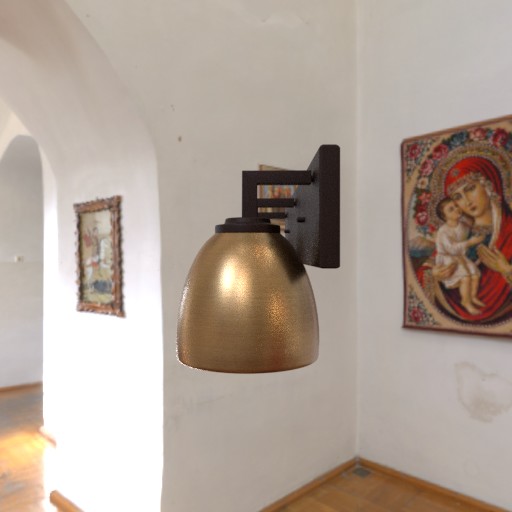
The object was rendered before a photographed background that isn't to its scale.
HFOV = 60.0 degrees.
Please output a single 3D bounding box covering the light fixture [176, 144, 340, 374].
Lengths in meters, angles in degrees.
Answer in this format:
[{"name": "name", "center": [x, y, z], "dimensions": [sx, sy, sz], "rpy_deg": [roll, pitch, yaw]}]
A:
[{"name": "light fixture", "center": [0.000, 0.000, 0.672], "dimensions": [0.157, 0.204, 0.582], "rpy_deg": [0, 0, 0]}]
